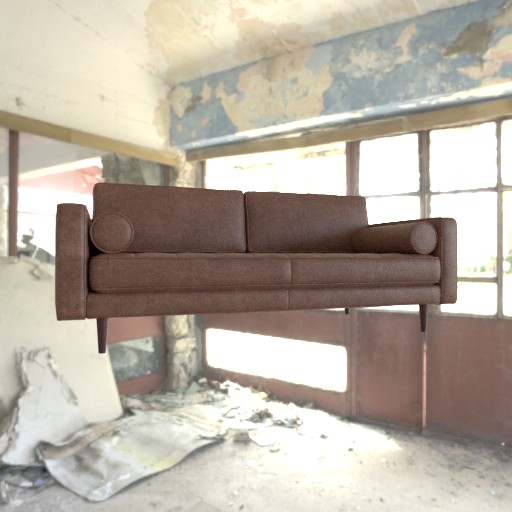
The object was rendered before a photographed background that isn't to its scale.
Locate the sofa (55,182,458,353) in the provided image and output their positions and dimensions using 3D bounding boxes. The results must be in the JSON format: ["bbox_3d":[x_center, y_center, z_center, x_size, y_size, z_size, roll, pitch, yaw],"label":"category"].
[{"bbox_3d":[0.000,0.000,2.322,1.870,0.760,0.910,0,0,-19],"label":"sofa"}]
